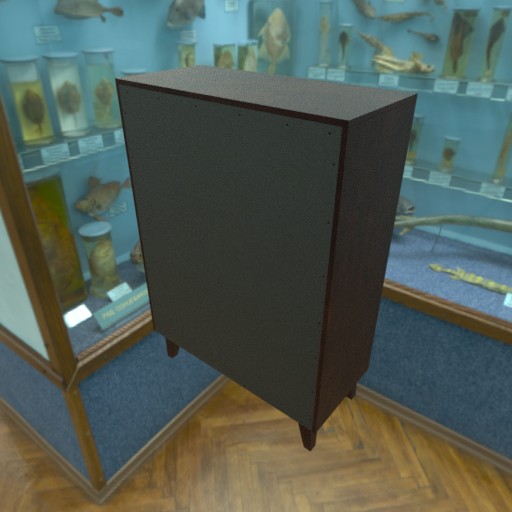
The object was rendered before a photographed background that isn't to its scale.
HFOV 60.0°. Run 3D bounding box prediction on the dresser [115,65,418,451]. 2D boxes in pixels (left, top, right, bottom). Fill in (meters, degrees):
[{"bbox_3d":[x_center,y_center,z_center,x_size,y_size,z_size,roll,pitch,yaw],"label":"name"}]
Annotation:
[{"bbox_3d":[0.000,0.000,2.070,1.072,1.514,0.506,23,38,33],"label":"dresser"}]
